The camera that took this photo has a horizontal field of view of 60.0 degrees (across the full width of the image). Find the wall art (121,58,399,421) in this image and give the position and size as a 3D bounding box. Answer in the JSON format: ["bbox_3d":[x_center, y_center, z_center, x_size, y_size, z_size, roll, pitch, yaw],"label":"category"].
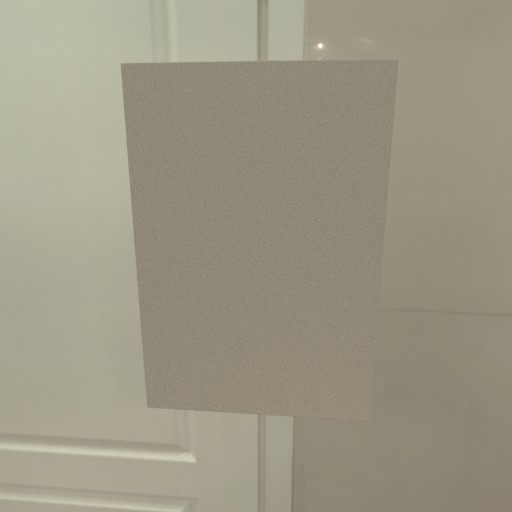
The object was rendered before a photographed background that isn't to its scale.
[{"bbox_3d":[0.000,0.000,1.458,0.808,1.183,0.038,2,16,6],"label":"wall art"}]
